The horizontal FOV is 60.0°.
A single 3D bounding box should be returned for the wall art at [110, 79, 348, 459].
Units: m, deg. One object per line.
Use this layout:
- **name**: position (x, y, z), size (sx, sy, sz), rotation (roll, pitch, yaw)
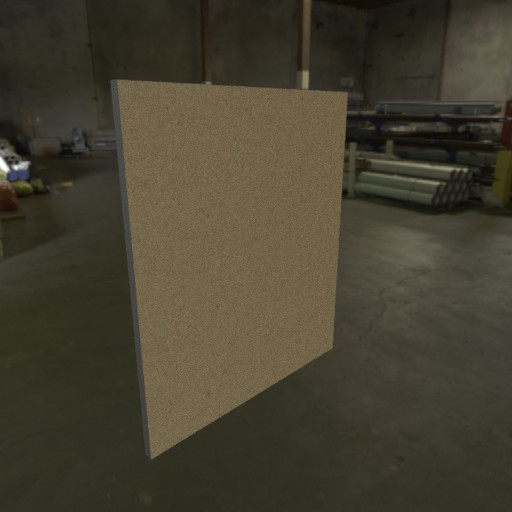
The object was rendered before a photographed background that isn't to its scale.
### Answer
- **wall art**: position (0.000, 0.000, 1.213), size (0.028, 0.863, 0.755), rotation (17, 24, 42)
